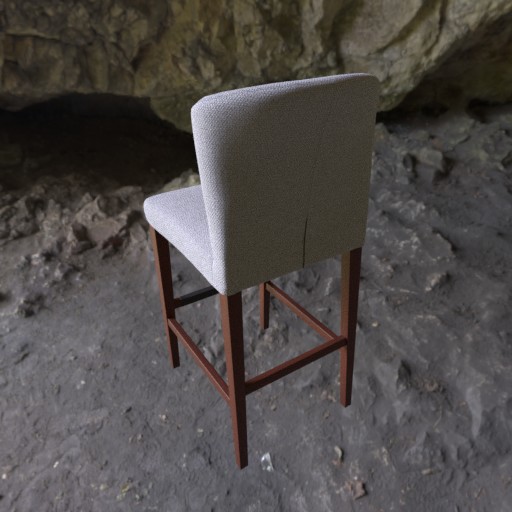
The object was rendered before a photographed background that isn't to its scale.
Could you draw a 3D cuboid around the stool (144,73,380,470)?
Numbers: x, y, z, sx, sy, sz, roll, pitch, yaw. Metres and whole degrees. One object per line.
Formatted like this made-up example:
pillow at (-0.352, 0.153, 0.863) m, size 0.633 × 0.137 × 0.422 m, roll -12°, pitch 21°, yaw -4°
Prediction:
stool at (0.000, 0.000, 1.321) m, size 0.481 × 1.069 × 0.568 m, roll -18°, pitch 35°, yaw -28°
